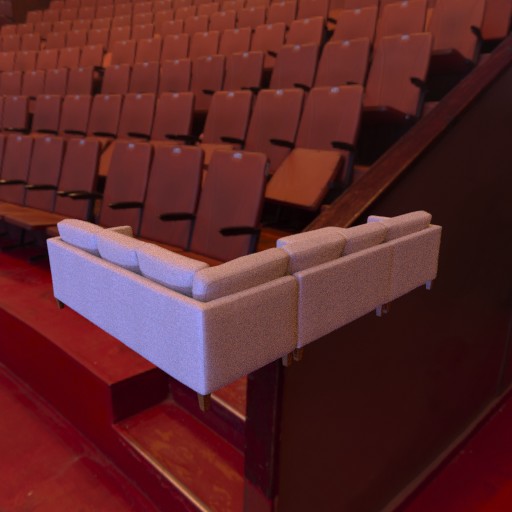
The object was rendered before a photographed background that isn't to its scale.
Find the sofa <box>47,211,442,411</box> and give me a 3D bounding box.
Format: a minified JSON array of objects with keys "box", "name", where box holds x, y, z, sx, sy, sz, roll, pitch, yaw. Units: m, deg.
[{"box":[0.000,0.000,4.808,3.460,0.961,2.594,-15,22,-42],"name":"sofa"}]
